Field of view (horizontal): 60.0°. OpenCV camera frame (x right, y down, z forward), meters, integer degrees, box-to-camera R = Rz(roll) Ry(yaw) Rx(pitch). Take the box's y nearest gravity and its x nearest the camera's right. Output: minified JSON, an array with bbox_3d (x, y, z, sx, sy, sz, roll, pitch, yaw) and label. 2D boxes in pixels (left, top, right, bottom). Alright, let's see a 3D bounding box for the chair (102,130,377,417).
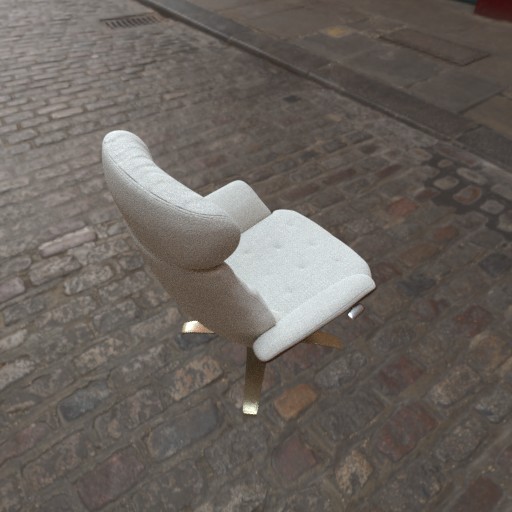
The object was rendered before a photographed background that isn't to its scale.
[{"bbox_3d":[0.000,0.000,1.567,0.837,0.995,0.785,-27,49,-27],"label":"chair"}]
